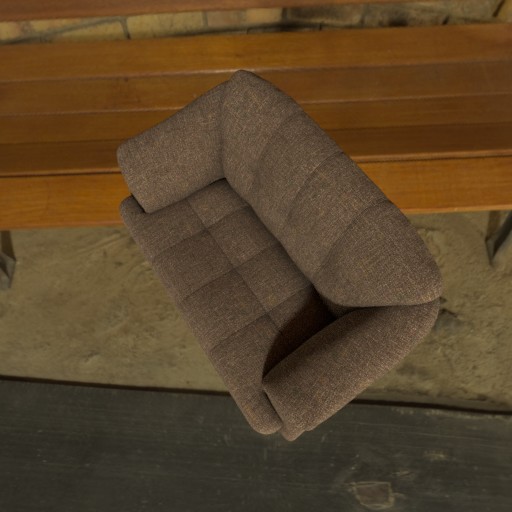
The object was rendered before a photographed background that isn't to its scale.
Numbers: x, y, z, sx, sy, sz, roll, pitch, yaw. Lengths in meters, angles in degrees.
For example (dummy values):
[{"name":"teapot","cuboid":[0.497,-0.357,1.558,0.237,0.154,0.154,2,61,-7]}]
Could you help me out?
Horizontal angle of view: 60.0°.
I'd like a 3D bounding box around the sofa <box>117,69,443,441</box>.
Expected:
[{"name":"sofa","cuboid":[0.000,0.000,1.929,0.799,0.895,1.404,-31,68,-14]}]
